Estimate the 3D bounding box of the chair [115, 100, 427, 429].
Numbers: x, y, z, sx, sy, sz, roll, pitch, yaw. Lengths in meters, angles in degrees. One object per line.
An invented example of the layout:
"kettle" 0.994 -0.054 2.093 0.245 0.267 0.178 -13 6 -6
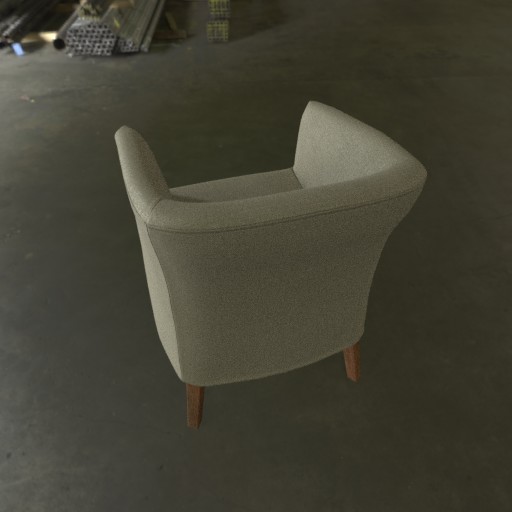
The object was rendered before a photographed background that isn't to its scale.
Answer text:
"chair" 0.000 0.000 1.209 0.600 0.771 0.668 -12 43 -13
